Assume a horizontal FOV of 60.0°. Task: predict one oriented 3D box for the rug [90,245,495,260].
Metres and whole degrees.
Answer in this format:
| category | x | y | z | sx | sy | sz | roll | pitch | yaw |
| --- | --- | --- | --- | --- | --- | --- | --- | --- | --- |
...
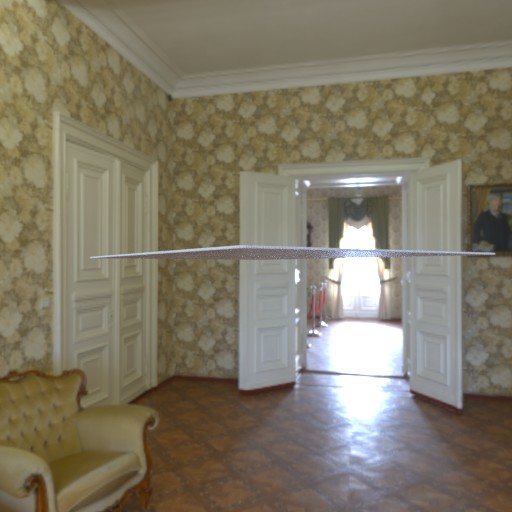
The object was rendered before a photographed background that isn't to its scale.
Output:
| category | x | y | z | sx | sy | sz | roll | pitch | yaw |
| --- | --- | --- | --- | --- | --- | --- | --- | --- | --- |
| rug | 0.000 | 0.000 | 3.654 | 2.005 | 0.014 | 2.878 | 1 | -2 | -33 |
